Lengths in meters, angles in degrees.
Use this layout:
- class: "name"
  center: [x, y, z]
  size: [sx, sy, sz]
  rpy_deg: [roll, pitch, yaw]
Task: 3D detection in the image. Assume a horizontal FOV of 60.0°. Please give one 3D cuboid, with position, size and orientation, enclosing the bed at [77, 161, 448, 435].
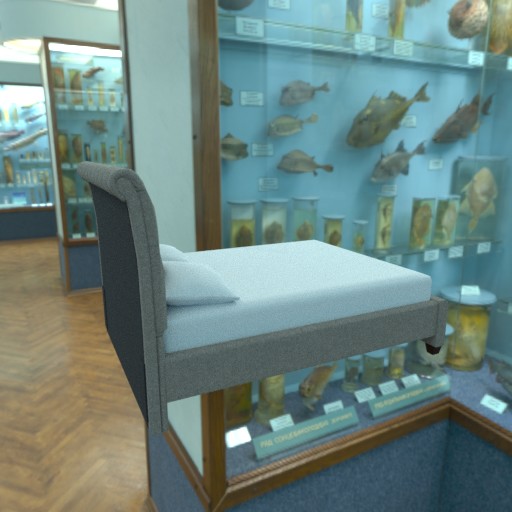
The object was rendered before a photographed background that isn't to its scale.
- class: "bed"
  center: [0.000, 0.000, 3.301]
  size: [2.252, 1.371, 1.645]
  rpy_deg: [-6, 15, -26]
